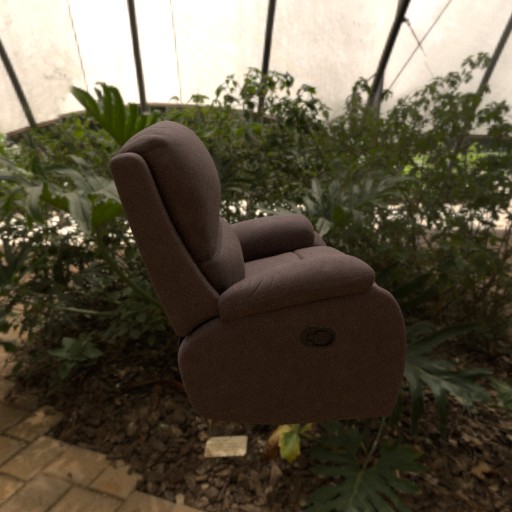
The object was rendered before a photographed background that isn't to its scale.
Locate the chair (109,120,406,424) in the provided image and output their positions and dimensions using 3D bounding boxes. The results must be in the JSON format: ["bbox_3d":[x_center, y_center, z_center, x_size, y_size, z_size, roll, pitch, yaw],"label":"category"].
[{"bbox_3d":[0.000,0.000,1.733,0.899,1.011,0.930,-2,16,-7],"label":"chair"}]
